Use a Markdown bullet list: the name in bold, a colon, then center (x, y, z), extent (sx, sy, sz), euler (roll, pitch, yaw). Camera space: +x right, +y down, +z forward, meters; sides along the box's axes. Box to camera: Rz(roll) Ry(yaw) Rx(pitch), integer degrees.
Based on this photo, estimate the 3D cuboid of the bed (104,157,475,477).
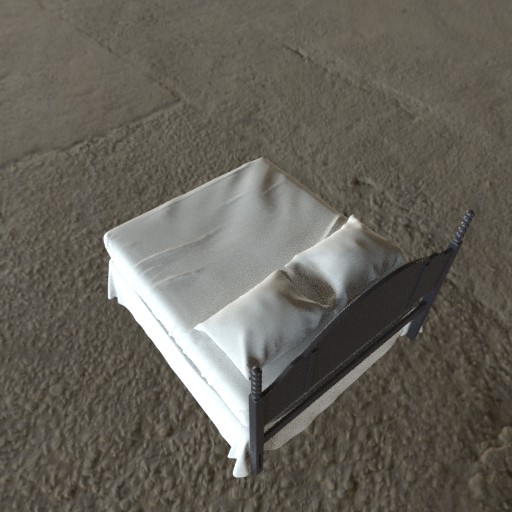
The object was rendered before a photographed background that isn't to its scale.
- **bed**: center (0.000, 0.000, 3.236), extent (1.873, 1.356, 2.040), euler (-31, 55, -25)
